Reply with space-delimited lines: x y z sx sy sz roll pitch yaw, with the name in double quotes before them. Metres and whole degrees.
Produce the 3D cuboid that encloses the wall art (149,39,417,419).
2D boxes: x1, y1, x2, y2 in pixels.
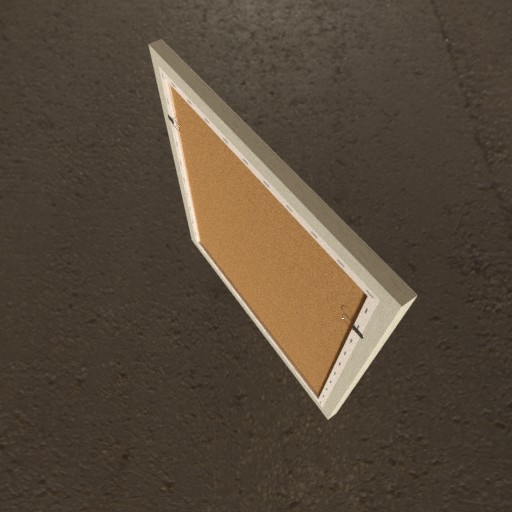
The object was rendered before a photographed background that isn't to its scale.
"wall art" 0.000 0.000 1.496 0.045 1.016 1.016 -31 63 -18
